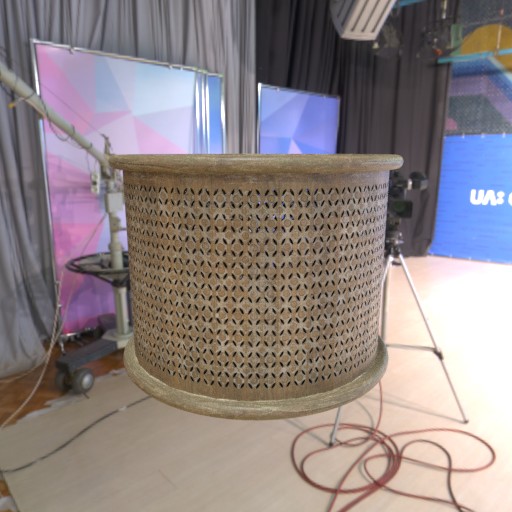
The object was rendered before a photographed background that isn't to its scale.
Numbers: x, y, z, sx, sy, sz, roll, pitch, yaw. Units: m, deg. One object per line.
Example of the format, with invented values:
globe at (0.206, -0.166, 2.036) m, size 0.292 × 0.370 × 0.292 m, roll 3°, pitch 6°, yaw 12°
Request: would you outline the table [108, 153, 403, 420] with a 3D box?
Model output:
table at (0.000, 0.000, 1.008) m, size 0.607 × 0.450 × 0.607 m, roll 0°, pitch 13°, yaw 0°
